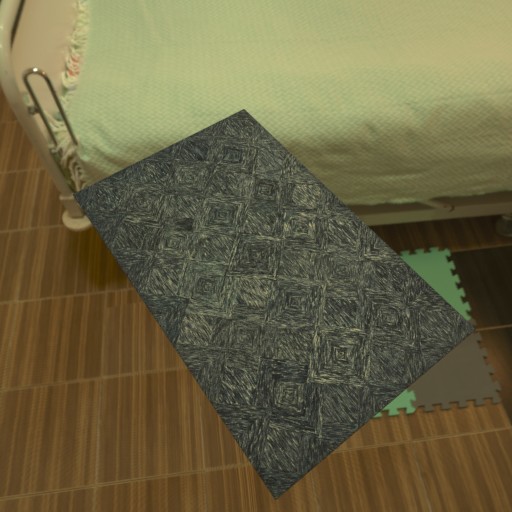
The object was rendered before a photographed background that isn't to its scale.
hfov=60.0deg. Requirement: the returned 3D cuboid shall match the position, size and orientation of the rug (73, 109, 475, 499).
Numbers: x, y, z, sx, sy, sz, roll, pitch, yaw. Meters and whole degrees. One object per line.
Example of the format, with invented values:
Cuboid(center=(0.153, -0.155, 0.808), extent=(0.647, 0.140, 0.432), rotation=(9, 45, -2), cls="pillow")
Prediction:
Cuboid(center=(0.000, 0.000, 2.848), extent=(1.478, 0.017, 2.330), rotation=(-32, 64, -18), cls="rug")
